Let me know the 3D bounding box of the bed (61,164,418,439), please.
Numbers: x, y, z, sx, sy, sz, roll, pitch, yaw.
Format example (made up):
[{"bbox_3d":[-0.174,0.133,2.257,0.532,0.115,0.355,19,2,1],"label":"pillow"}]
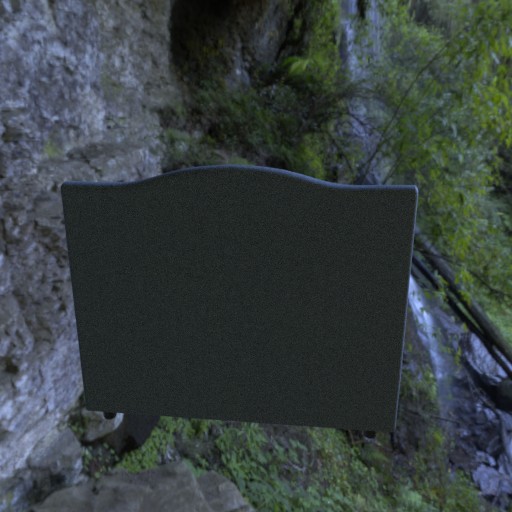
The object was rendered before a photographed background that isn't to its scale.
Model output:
[{"bbox_3d":[0.000,0.000,3.300,1.753,1.460,2.143,2,15,6],"label":"bed"}]
